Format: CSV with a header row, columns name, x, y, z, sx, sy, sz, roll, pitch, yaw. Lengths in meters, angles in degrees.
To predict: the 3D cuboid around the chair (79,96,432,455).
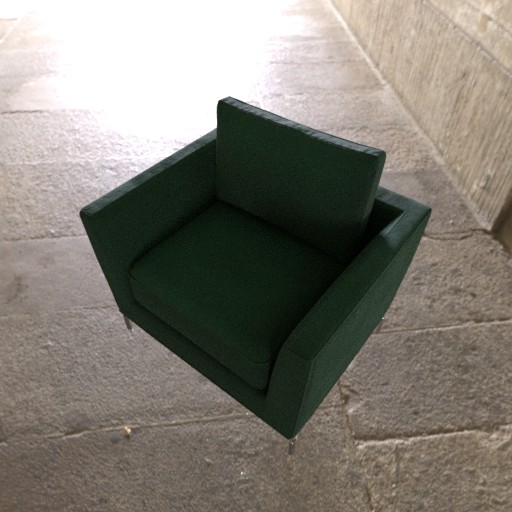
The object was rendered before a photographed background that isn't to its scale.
name,x,y,z,sx,sy,sz,roll,pitch,yaw
chair,0.000,0.000,1.832,1.047,0.997,0.852,29,52,26
